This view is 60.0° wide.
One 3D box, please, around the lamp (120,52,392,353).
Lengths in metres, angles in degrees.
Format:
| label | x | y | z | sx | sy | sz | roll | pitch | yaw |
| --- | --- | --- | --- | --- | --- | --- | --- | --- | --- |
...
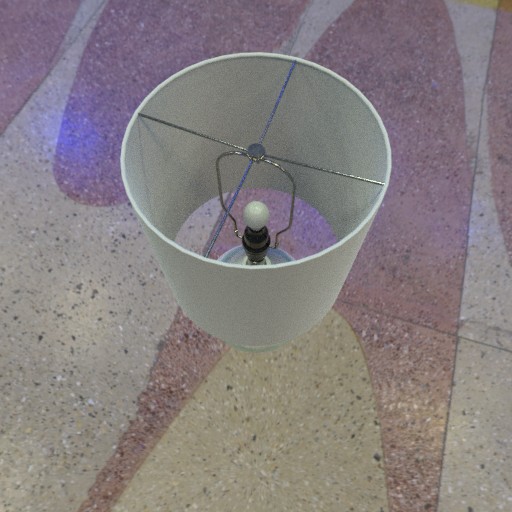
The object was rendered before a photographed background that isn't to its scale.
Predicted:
| label | x | y | z | sx | sy | sz | roll | pitch | yaw |
| --- | --- | --- | --- | --- | --- | --- | --- | --- | --- |
| lamp | 0.000 | 0.000 | 0.538 | 0.217 | 0.404 | 0.217 | 18 | 65 | 9 |
